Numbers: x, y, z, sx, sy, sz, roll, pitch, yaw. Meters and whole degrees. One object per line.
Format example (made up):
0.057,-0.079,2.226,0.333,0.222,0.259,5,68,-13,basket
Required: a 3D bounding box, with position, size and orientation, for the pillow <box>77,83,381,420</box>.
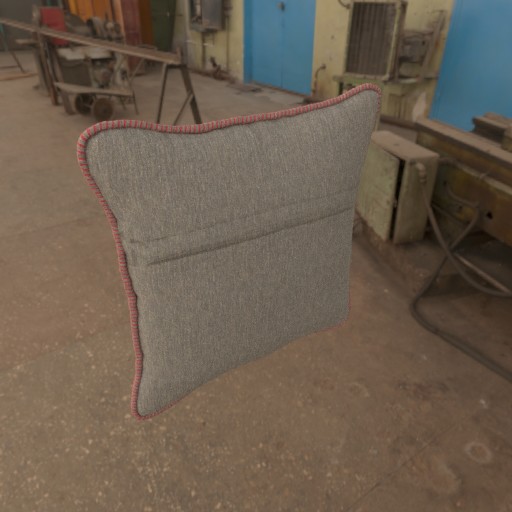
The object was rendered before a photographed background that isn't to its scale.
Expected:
0.000,0.000,0.721,0.482,0.491,0.124,-19,36,-28,pillow
